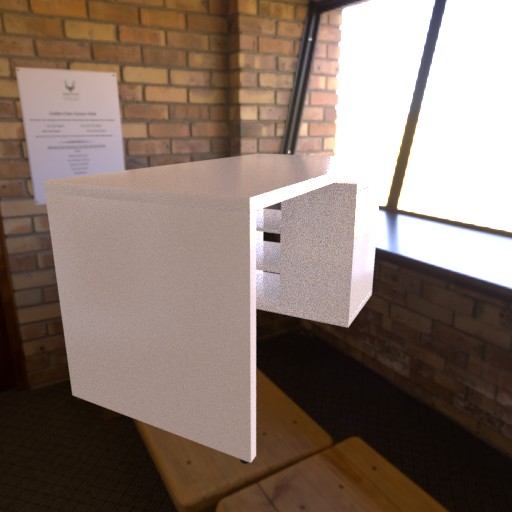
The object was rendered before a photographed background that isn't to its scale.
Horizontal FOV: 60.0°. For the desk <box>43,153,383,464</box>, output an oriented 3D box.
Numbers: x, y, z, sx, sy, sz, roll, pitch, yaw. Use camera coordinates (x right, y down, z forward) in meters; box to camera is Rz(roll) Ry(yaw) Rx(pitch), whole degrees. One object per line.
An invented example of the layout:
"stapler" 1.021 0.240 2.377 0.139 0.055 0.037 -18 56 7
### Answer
"desk" 0.000 0.000 1.857 0.690 0.740 1.400 8 19 26
